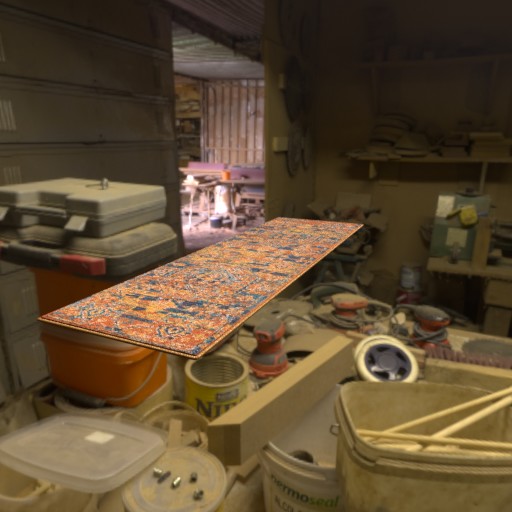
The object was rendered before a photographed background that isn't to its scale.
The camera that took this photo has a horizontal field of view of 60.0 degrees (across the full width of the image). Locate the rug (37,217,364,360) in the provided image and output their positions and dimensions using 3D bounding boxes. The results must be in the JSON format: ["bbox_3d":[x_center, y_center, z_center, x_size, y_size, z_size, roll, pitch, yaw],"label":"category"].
[{"bbox_3d":[0.000,0.000,1.970,0.556,0.013,1.820,7,17,25],"label":"rug"}]
